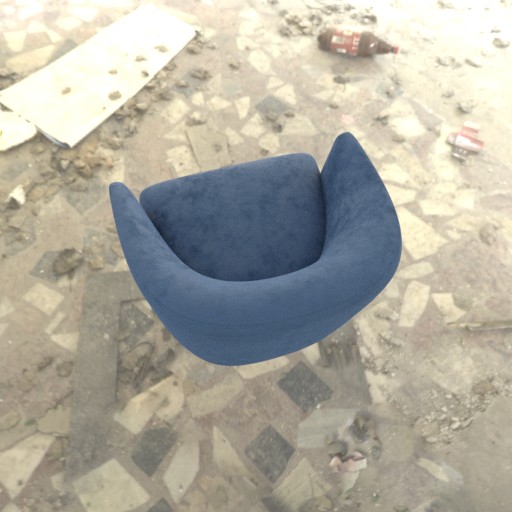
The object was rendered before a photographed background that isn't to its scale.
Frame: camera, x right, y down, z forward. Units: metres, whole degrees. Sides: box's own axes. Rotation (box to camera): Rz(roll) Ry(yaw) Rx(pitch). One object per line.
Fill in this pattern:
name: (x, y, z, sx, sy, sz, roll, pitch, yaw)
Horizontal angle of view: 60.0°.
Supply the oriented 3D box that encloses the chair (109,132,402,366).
chair: (0.000, 0.000, 1.433, 0.773, 0.698, 0.767, -14, 60, -9)
